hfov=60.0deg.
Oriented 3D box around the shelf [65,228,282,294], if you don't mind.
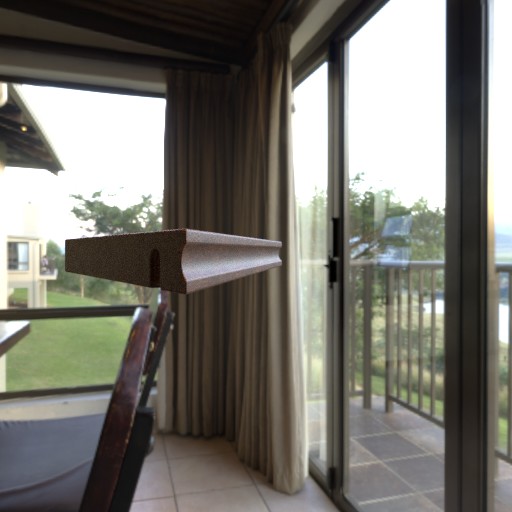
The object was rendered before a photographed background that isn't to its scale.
[{"bbox_3d":[0.000,0.000,0.439,0.296,0.035,0.296,-1,1,-35],"label":"shelf"}]
